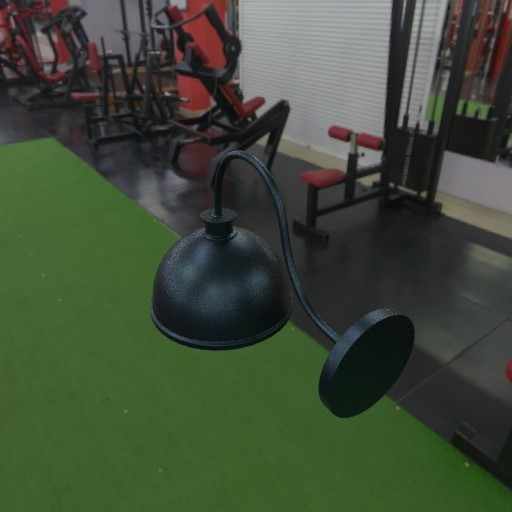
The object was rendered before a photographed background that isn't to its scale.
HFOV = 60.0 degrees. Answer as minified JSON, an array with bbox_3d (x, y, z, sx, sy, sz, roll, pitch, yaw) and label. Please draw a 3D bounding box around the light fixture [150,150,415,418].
[{"bbox_3d":[0.000,0.000,0.645,0.253,0.295,0.467,-19,34,-29],"label":"light fixture"}]
